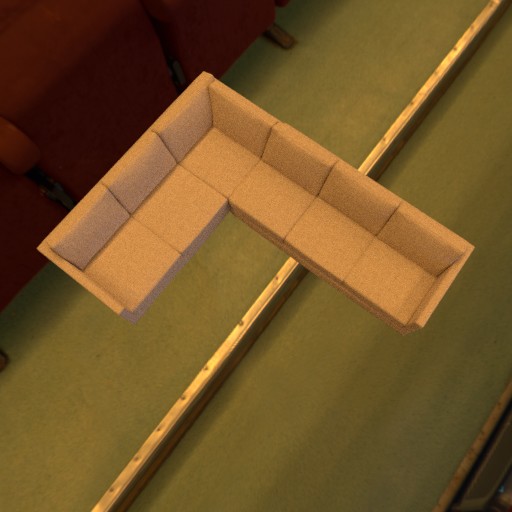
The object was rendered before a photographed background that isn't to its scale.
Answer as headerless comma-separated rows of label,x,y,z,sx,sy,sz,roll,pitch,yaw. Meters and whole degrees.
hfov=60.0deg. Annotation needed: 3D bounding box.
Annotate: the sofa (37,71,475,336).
sofa,0.000,0.000,4.249,3.182,0.863,2.432,36,77,10
